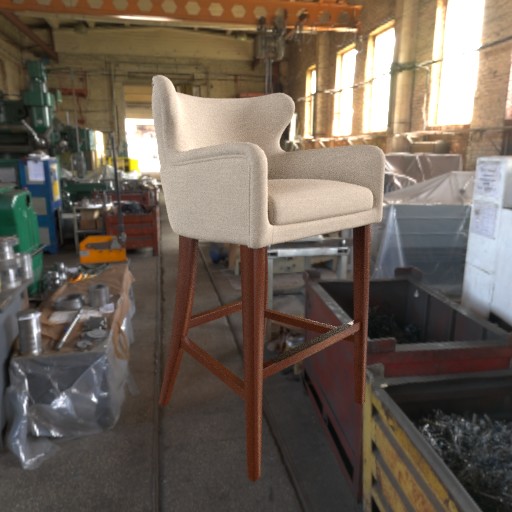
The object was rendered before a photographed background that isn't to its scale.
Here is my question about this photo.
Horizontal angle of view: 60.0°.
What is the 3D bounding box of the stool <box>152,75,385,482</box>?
[{"bbox_3d":[0.000,0.000,1.388,0.563,1.034,0.556,13,18,43],"label":"stool"}]
